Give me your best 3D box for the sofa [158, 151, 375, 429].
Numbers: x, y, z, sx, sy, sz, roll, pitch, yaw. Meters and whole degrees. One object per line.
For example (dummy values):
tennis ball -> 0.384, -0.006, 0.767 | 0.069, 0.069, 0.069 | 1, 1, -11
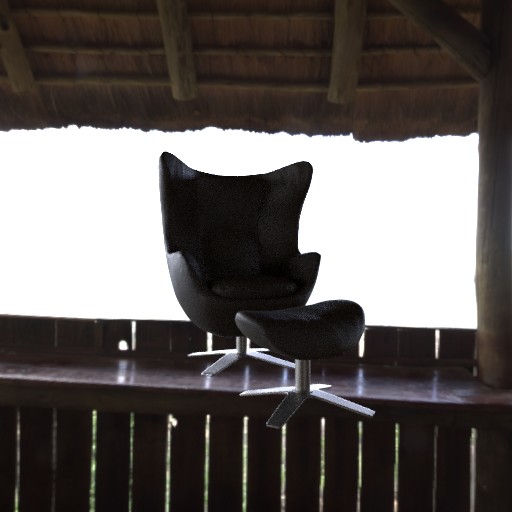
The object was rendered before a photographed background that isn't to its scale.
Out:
sofa -> 0.000, 0.000, 2.177 | 0.894, 1.135, 1.444 | 0, 0, -17
